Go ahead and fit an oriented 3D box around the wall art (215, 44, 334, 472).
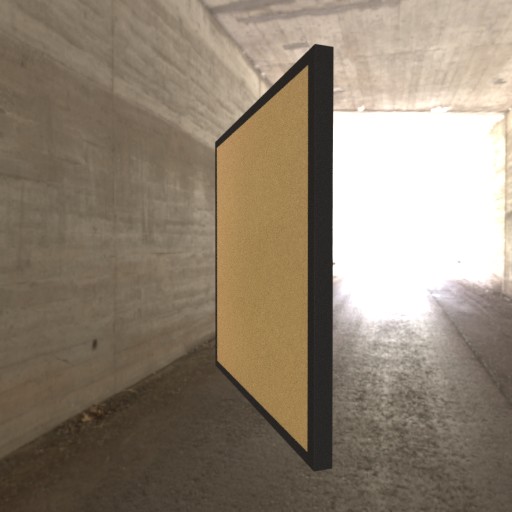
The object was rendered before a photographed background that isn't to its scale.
[{"bbox_3d":[0.000,0.000,1.153,0.037,0.760,0.762,0,1,-19],"label":"wall art"}]
